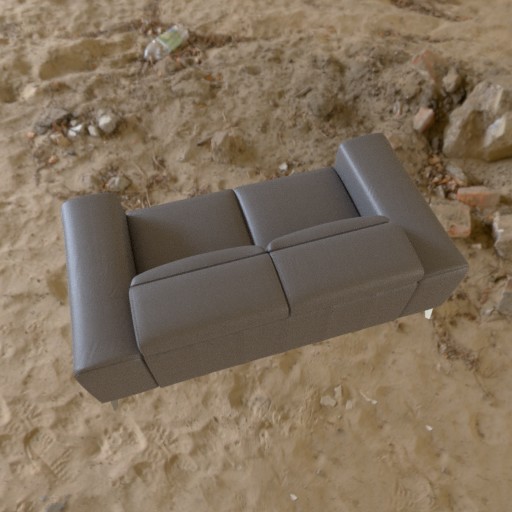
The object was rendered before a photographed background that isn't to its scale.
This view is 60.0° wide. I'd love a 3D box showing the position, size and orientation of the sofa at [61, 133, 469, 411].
[{"bbox_3d":[0.000,0.000,2.447,1.930,0.753,1.024,-14,59,-9],"label":"sofa"}]
